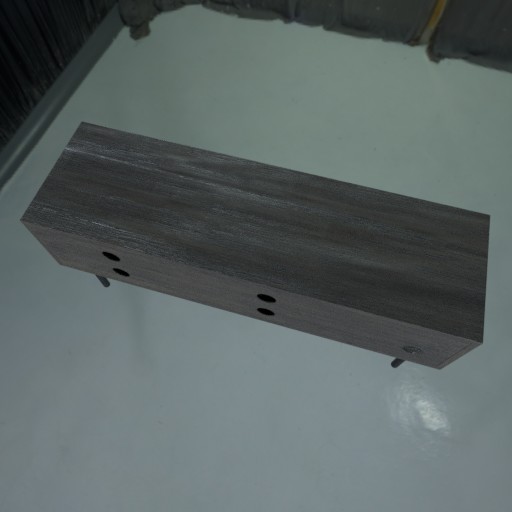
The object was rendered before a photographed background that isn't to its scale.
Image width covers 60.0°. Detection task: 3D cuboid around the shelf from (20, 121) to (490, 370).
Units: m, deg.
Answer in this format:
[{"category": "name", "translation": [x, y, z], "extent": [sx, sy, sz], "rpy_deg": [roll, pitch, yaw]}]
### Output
[{"category": "shelf", "translation": [0.000, 0.000, 1.498], "extent": [1.300, 0.495, 0.400], "rpy_deg": [14, 64, 7]}]
